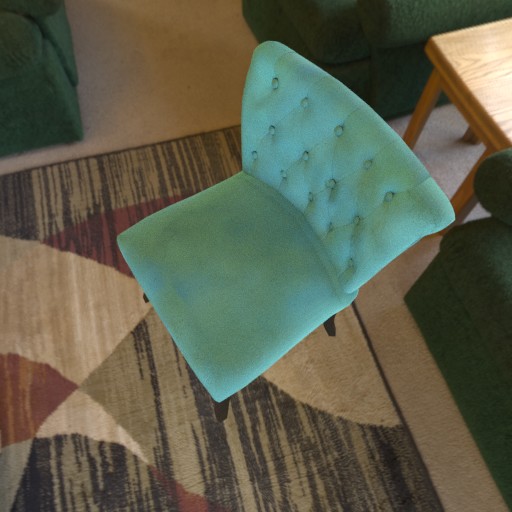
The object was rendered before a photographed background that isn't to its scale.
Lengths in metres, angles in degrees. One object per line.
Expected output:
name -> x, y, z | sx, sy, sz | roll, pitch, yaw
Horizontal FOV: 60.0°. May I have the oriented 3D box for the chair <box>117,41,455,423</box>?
chair -> 0.000, 0.000, 1.168 | 0.605, 0.750, 0.582 | -31, 67, -15
